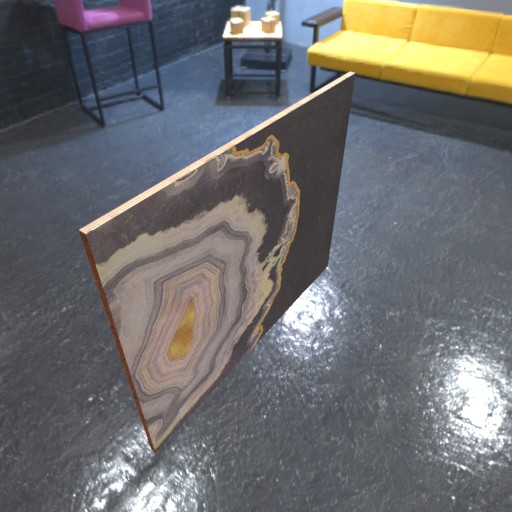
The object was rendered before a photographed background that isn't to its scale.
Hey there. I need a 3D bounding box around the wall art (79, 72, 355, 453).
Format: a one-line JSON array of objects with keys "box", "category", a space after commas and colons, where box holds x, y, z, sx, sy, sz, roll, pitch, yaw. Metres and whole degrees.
[{"box": [0.000, 0.000, 0.673, 0.010, 0.408, 0.508, 26, 47, 27], "category": "wall art"}]
